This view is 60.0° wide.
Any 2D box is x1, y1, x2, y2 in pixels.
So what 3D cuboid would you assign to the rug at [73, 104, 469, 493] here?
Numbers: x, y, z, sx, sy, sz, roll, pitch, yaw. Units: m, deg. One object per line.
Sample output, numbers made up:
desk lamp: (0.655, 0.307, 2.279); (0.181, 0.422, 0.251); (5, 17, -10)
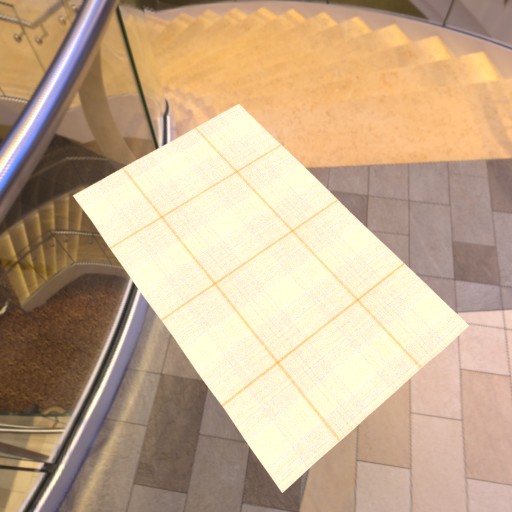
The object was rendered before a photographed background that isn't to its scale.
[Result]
rug: (0.000, 0.000, 3.035); (1.527, 0.016, 2.442); (-34, 67, -16)
